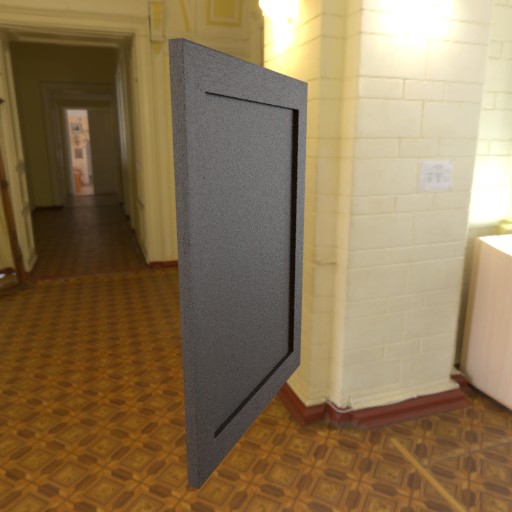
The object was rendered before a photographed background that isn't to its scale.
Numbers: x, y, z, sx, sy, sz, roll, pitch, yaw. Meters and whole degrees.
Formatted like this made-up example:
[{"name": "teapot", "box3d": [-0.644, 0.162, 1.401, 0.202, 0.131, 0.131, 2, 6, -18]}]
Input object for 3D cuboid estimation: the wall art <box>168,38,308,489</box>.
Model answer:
[{"name": "wall art", "box3d": [0.000, 0.000, 0.646, 0.017, 0.513, 0.359, 7, 16, 25]}]
